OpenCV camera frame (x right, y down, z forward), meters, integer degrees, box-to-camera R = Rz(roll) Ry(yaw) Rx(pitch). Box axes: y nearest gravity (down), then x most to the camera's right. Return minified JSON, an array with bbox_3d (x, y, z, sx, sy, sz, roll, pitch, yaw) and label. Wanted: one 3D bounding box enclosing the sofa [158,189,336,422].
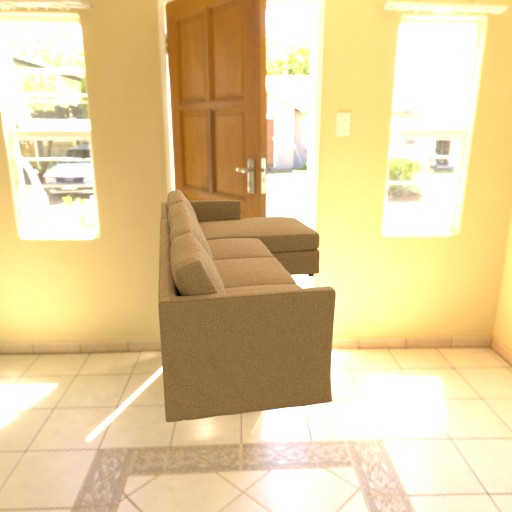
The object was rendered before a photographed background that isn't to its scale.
[{"bbox_3d":[0.000,0.000,3.871,1.622,0.867,3.177,-3,16,-11],"label":"sofa"}]
